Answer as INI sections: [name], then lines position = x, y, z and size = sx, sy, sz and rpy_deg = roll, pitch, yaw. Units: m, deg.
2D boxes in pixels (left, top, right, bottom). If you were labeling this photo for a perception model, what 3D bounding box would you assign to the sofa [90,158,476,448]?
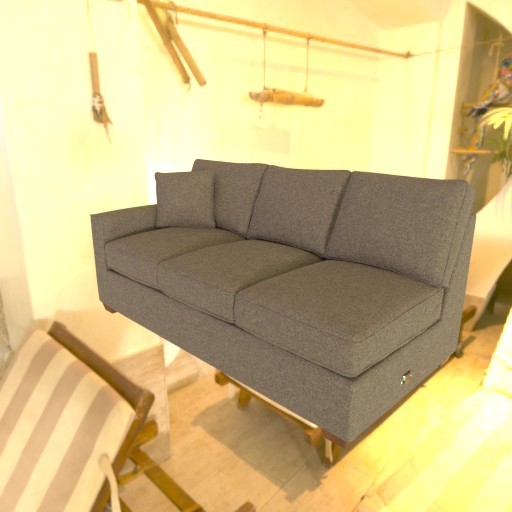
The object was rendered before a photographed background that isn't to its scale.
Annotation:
[sofa]
position = 0.000, 0.000, 2.467
size = 1.963, 0.946, 1.034
rpy_deg = 16, 23, 42
